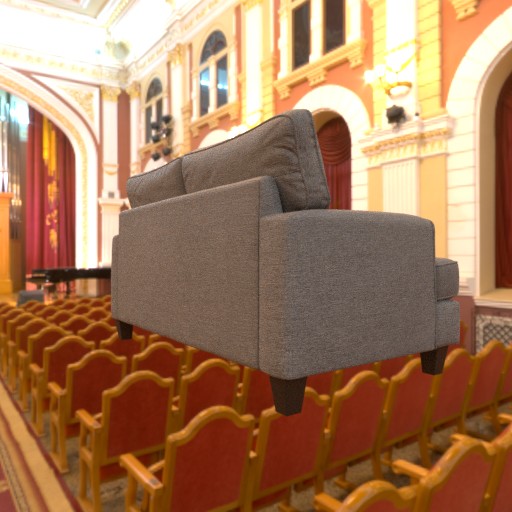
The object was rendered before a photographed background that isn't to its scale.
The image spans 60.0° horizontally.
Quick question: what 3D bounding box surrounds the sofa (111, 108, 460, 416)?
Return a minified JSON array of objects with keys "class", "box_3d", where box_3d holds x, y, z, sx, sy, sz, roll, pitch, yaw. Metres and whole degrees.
[{"class":"sofa","box_3d":[0.000,0.000,2.208,0.965,0.965,1.651,0,0,-35]}]
